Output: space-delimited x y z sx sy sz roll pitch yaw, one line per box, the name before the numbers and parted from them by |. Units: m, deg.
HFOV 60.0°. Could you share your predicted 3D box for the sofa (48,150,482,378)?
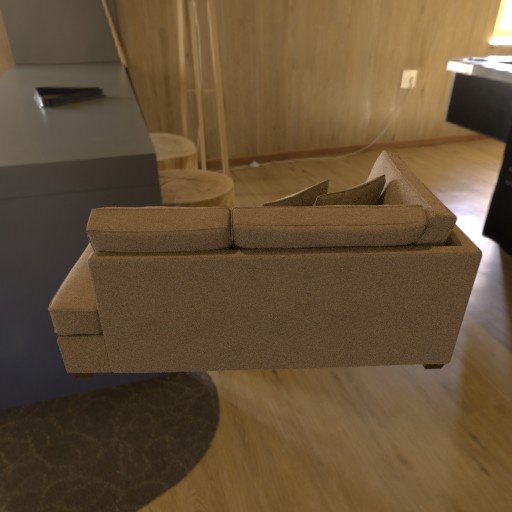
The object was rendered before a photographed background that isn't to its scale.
sofa | 0.000 0.000 2.787 2.238 1.019 1.110 -1 31 -2
